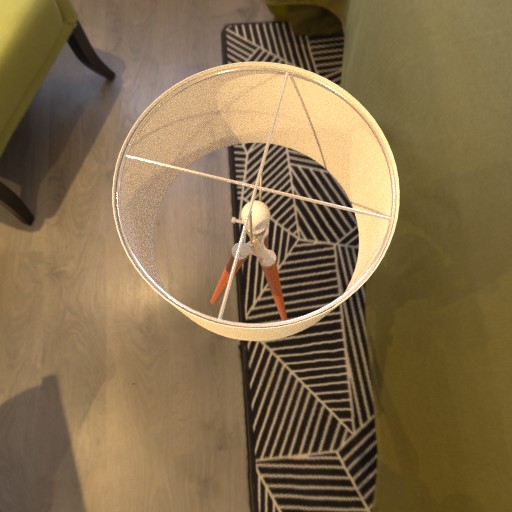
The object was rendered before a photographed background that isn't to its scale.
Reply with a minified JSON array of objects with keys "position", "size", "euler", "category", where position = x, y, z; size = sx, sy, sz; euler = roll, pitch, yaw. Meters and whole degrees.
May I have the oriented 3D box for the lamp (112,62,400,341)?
[{"position":[0.000,0.000,0.891],"size":[0.355,0.709,0.354],"euler":[-34,78,-8],"category":"lamp"}]
